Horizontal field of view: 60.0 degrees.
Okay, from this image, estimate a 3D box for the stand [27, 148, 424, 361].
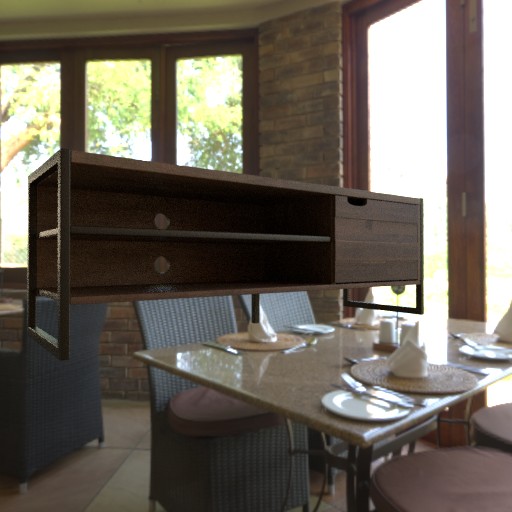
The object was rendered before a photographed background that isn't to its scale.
[{"bbox_3d":[0.000,0.000,1.670,1.480,0.506,0.454,0,-1,-36],"label":"stand"}]
